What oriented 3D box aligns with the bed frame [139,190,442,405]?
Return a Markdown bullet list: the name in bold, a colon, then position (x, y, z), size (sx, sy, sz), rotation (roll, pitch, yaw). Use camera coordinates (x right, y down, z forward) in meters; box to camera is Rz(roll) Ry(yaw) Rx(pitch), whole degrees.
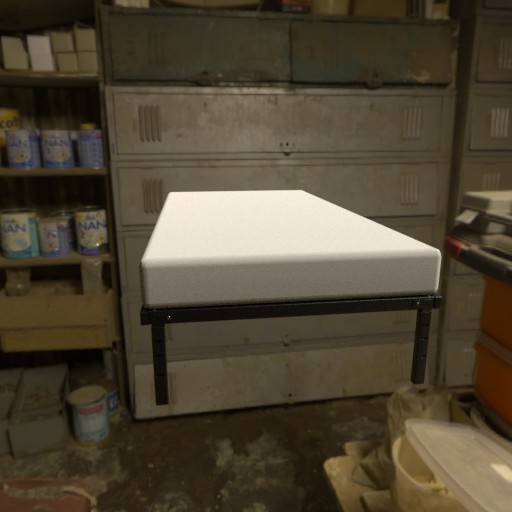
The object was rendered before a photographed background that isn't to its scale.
- **bed frame**: position (0.000, 0.000, 3.262), size (1.393, 0.680, 2.635), rotation (-2, 15, -8)
